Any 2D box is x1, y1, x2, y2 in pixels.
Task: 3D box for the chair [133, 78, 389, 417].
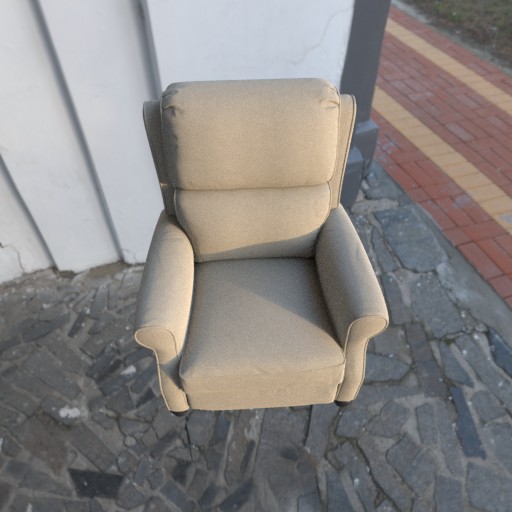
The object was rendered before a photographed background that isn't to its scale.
[{"bbox_3d":[0.000,0.000,1.735,0.859,1.046,0.919,-3,49,-2],"label":"chair"}]
